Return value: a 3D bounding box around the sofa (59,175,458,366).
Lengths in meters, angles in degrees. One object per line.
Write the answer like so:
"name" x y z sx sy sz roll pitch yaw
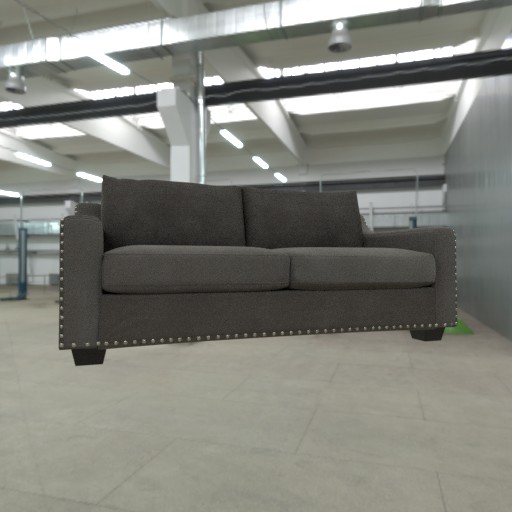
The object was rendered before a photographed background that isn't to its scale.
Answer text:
"sofa" 0.000 0.000 3.262 2.550 1.196 1.336 0 -1 -19
